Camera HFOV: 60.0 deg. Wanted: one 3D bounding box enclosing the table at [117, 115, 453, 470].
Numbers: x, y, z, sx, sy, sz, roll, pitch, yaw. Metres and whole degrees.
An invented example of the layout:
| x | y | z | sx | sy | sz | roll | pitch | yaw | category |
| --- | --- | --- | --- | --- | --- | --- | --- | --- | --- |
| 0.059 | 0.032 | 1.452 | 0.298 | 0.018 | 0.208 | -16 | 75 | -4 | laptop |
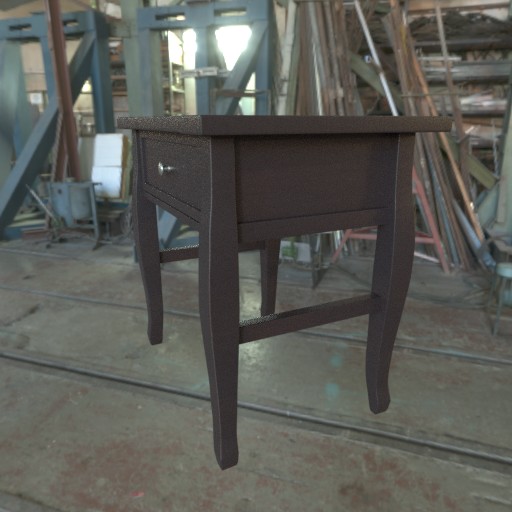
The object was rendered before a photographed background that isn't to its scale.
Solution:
| x | y | z | sx | sy | sz | roll | pitch | yaw | category |
| --- | --- | --- | --- | --- | --- | --- | --- | --- | --- |
| 0.000 | 0.000 | 1.010 | 0.460 | 0.605 | 0.602 | -8 | 19 | -25 | table |
